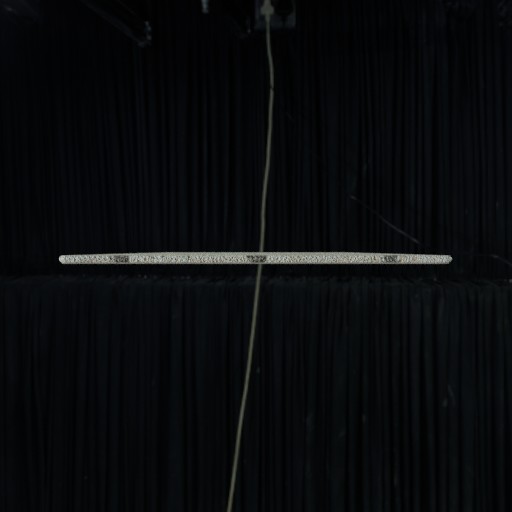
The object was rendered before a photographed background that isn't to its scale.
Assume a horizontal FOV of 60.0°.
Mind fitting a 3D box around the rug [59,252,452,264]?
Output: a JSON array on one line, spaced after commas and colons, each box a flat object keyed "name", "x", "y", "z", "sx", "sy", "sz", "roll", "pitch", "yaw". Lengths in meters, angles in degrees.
[{"name": "rug", "x": 0.000, "y": 0.000, "z": 2.137, "sx": 1.200, "sy": 0.025, "sz": 1.600, "roll": 0, "pitch": 1, "yaw": 0}]
